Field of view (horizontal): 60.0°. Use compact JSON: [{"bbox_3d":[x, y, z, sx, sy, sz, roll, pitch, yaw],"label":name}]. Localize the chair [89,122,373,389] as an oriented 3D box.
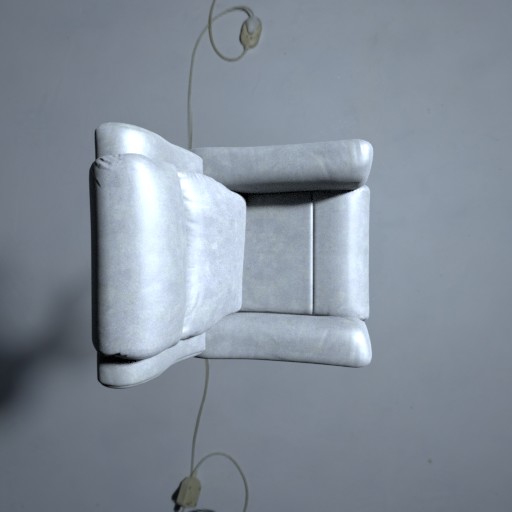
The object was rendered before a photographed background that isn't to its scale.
[{"bbox_3d":[0.000,0.000,1.884,1.068,1.116,0.967,0,91,0],"label":"chair"}]
